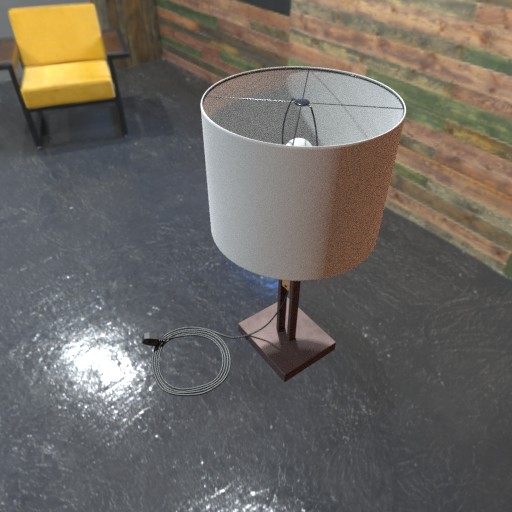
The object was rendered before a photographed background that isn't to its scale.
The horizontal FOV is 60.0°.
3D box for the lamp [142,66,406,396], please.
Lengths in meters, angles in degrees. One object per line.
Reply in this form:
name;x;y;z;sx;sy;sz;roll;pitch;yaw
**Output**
lamp;0.000;0.000;0.971;0.525;0.668;0.396;-25;47;-26
